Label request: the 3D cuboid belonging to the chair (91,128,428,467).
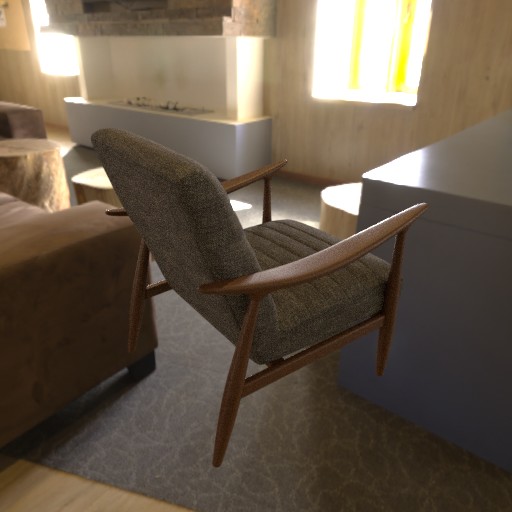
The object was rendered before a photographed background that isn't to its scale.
[{"bbox_3d":[0.000,0.000,1.450,0.798,0.832,0.741,-18,31,-32],"label":"chair"}]
